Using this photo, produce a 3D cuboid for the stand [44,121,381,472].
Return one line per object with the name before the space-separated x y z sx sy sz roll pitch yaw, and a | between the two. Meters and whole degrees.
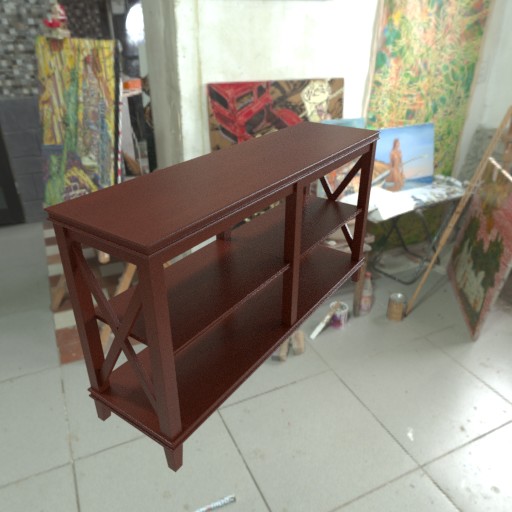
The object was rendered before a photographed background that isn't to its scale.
stand | 0.000 0.000 1.723 0.381 0.762 1.372 18 33 30
